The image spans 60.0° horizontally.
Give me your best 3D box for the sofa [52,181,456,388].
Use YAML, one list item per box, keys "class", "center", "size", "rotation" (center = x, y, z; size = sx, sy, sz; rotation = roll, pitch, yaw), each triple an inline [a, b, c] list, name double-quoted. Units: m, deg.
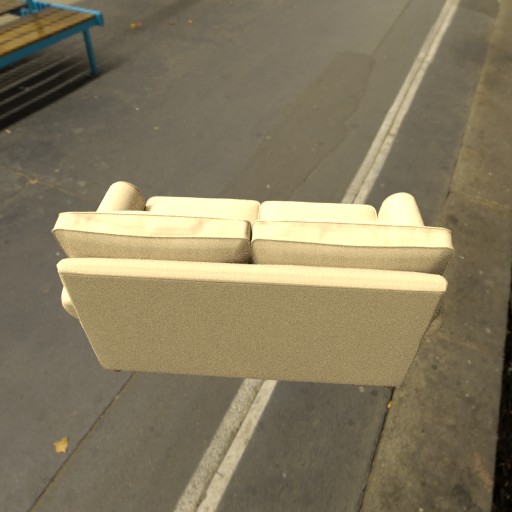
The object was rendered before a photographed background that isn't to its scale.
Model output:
- class: "sofa"
  center: [0.000, 0.000, 2.212]
  size: [1.665, 0.937, 0.964]
  rotation: [3, 45, 3]
